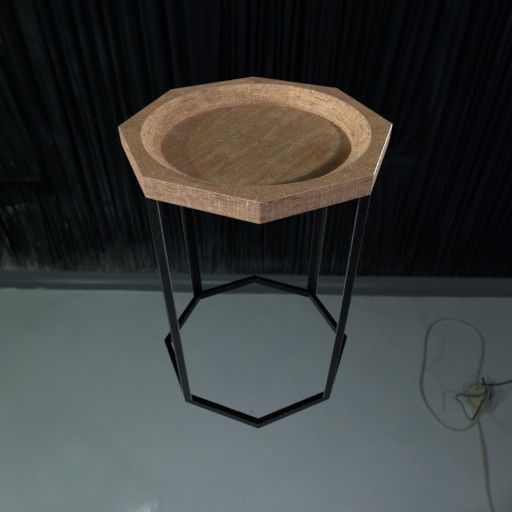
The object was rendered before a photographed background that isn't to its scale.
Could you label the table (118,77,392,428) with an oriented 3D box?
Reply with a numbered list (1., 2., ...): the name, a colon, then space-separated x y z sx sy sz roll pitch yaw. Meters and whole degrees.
1. table: 0.000 0.000 0.887 0.437 0.553 0.437 -1 41 -1
